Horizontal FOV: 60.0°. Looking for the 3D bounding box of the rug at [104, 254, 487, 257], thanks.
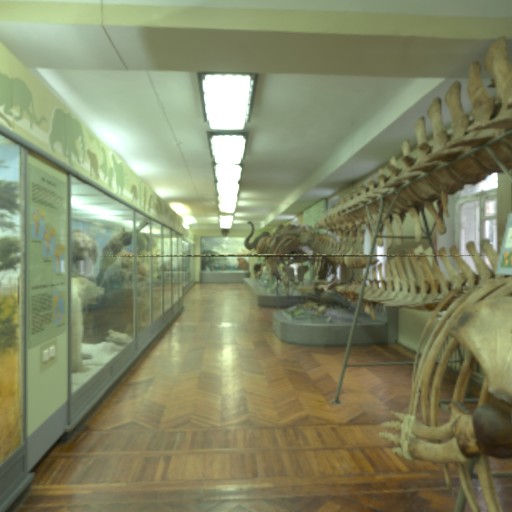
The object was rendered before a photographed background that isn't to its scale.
[{"bbox_3d":[0.000,0.000,3.070,1.524,0.008,2.438,0,0,-35],"label":"rug"}]
